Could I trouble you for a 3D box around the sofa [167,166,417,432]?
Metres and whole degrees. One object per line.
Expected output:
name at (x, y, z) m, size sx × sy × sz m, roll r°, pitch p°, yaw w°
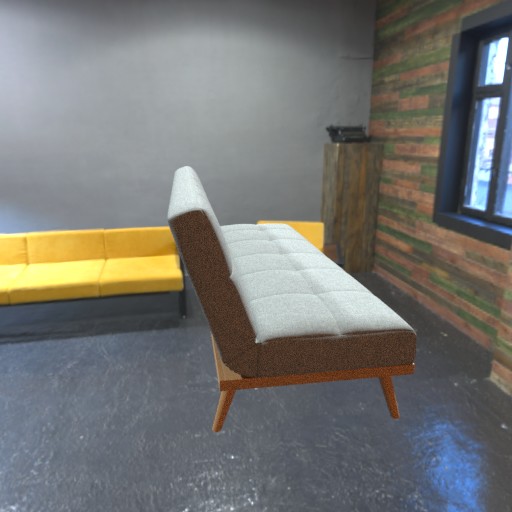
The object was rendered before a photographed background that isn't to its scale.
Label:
sofa at (0.000, 0.000, 2.246) m, size 0.800 × 0.800 × 1.820 m, roll -2°, pitch 15°, yaw -9°
